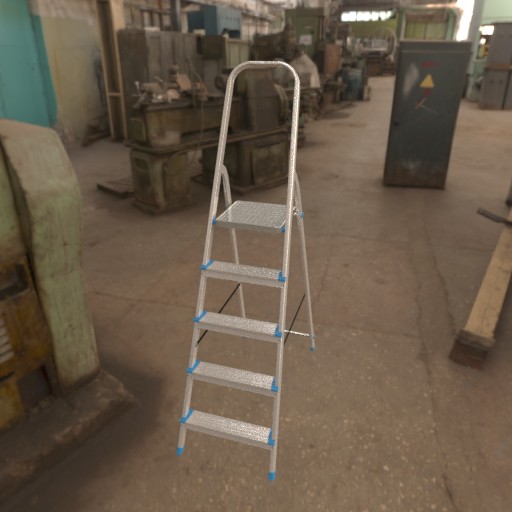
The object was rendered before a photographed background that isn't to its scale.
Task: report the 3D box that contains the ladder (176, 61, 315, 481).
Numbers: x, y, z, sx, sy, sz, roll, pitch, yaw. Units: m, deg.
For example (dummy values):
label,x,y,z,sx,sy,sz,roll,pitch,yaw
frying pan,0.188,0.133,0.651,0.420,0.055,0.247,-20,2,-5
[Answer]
label,x,y,z,sx,sy,sz,roll,pitch,yaw
ladder,0.000,0.000,2.056,0.468,1.648,0.990,8,26,16
